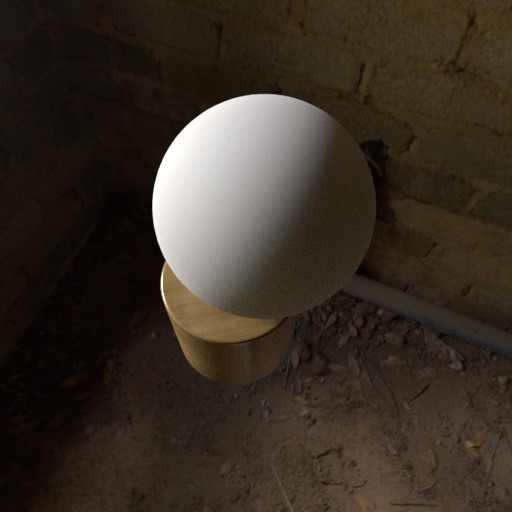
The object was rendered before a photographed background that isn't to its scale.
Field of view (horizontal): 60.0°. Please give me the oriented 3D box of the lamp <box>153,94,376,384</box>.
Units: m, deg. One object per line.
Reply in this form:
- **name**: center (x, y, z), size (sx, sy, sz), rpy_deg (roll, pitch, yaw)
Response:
- **lamp**: center (0.000, 0.000, 0.334), size (0.152, 0.250, 0.141), rpy_deg (-13, 59, -8)
